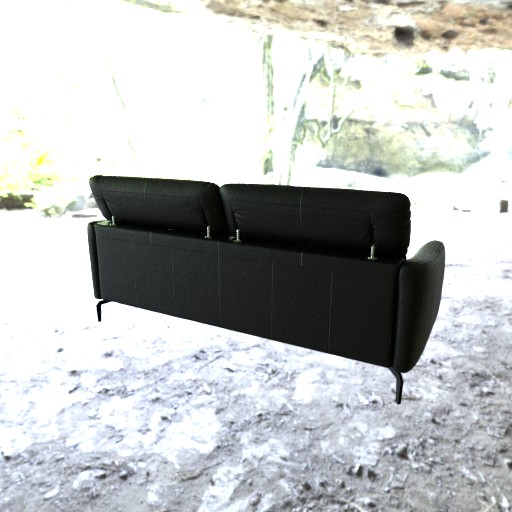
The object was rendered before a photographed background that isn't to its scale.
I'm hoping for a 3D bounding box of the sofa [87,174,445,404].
[{"bbox_3d":[0.000,0.000,2.668,2.069,0.957,0.856,8,17,28],"label":"sofa"}]
